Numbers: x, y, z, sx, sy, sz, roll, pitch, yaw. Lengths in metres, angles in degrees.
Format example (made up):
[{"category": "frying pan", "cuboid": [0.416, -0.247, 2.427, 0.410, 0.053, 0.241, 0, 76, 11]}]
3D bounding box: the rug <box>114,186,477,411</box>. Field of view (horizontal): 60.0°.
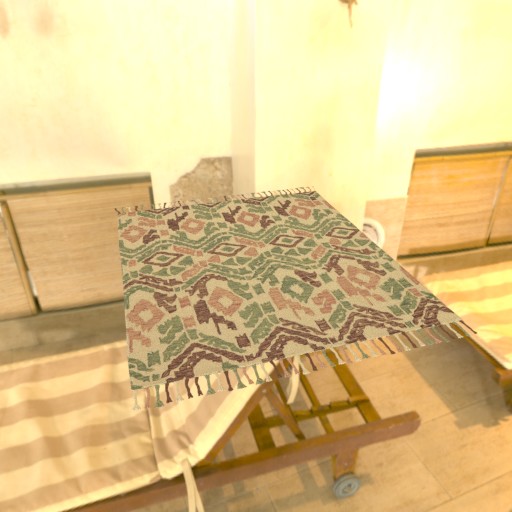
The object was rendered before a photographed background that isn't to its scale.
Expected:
[{"category": "rug", "cuboid": [0.000, 0.000, 4.069, 2.438, 0.010, 3.048, -8, 31, -15]}]
